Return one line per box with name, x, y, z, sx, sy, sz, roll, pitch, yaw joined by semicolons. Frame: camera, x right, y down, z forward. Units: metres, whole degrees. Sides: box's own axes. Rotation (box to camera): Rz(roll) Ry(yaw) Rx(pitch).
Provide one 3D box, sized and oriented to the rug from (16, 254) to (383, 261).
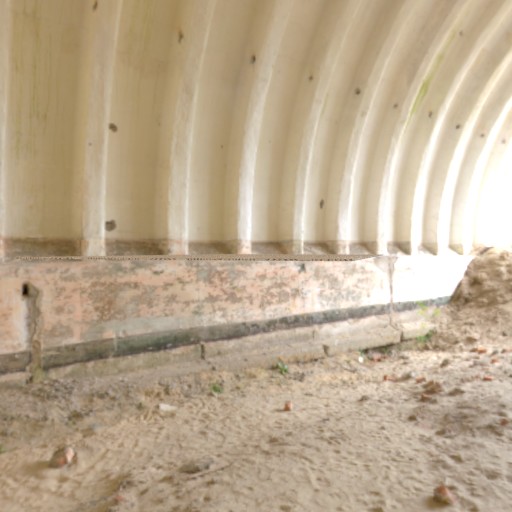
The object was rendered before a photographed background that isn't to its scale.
rug;0.000;0.000;2.938;1.519;0.007;2.428;0;1;18
